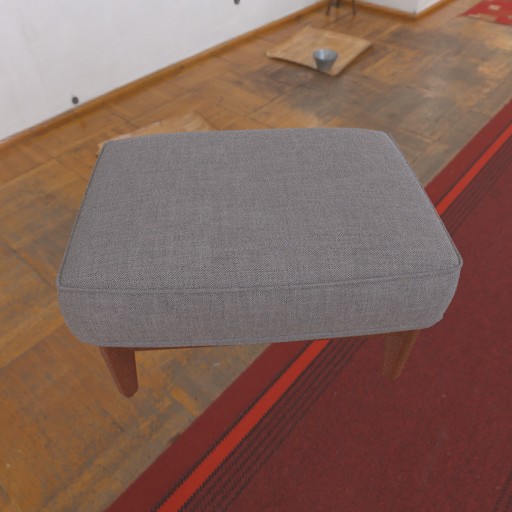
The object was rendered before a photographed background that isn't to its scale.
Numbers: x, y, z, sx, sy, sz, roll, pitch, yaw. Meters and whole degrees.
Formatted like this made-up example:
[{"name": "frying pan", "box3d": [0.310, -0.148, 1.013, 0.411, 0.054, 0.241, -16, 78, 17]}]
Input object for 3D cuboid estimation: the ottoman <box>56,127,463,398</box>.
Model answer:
[{"name": "ottoman", "box3d": [0.000, 0.000, 1.074, 0.750, 0.458, 0.555, -3, 45, -3]}]
